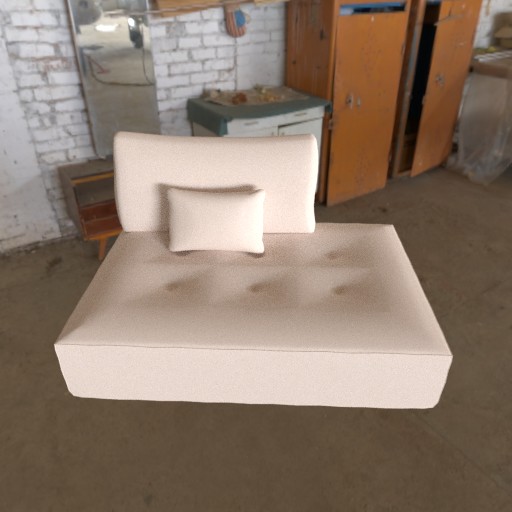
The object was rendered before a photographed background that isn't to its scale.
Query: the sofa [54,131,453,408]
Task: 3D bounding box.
[{"bbox_3d":[0.000,0.000,1.969,1.450,0.820,1.000,1,33,2],"label":"sofa"}]
